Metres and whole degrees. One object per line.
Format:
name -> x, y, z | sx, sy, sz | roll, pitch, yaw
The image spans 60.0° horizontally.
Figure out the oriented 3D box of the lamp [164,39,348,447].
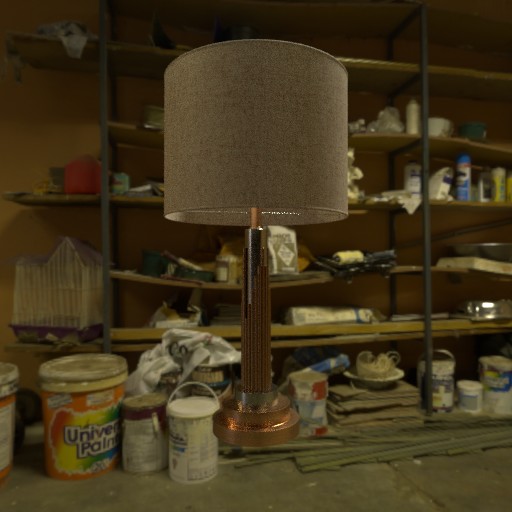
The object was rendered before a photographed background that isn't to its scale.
lamp -> 0.000, 0.000, 0.785 | 0.321, 0.610, 0.321 | -1, -1, 35
